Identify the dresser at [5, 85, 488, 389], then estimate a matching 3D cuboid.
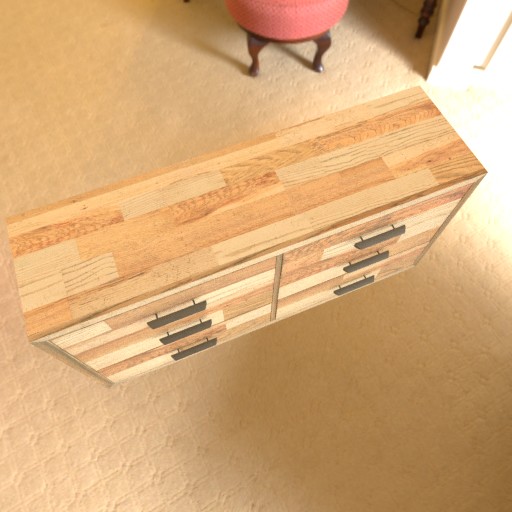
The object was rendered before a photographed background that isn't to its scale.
[{"bbox_3d":[0.000,0.000,1.831,1.547,0.834,0.487,-20,66,-10],"label":"dresser"}]
